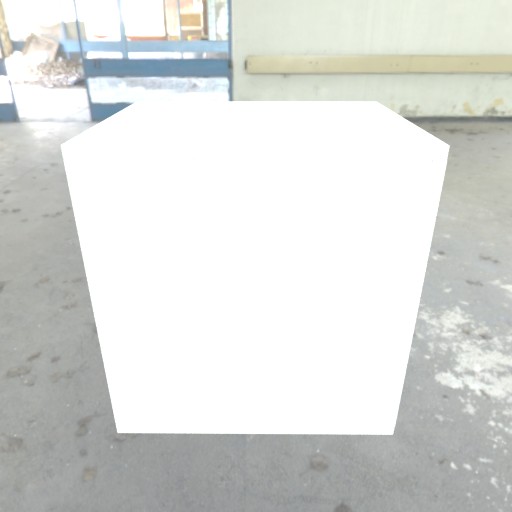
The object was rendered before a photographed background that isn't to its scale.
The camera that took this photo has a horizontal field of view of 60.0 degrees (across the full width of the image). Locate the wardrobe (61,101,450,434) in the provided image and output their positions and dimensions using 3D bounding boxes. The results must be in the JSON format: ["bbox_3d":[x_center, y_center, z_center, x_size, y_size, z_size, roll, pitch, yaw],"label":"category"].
[{"bbox_3d":[0.000,0.000,0.863,0.500,0.520,0.400,0,27,0],"label":"wardrobe"}]
